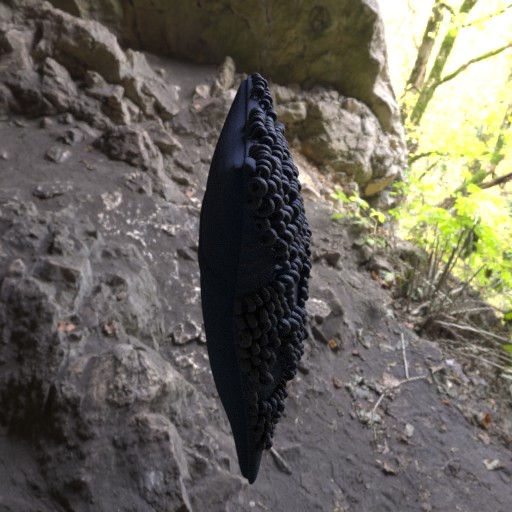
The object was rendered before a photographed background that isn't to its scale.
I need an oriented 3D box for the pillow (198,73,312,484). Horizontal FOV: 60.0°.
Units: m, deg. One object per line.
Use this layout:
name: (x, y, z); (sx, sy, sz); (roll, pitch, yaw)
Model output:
pillow: (0.000, 0.000, 0.694); (0.172, 0.466, 0.469); (0, 32, -1)
